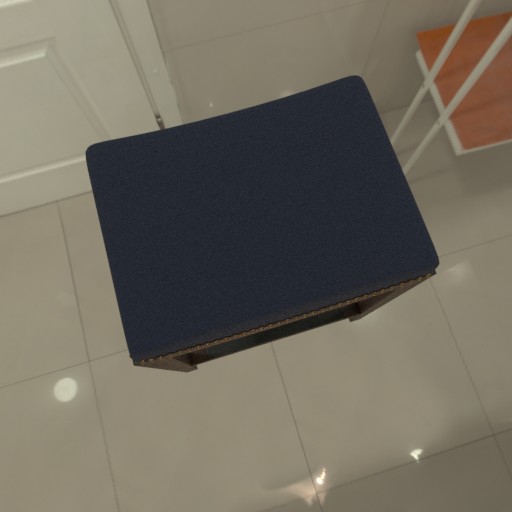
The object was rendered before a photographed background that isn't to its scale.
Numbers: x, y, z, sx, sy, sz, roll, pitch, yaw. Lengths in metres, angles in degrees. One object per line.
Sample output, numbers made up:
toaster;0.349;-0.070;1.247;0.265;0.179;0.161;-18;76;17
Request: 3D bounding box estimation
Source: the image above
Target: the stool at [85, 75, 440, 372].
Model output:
stool;0.000;0.000;0.964;0.500;0.642;0.361;-16;76;-4
